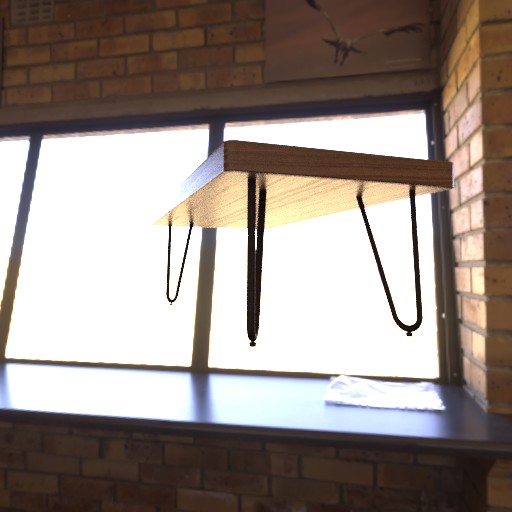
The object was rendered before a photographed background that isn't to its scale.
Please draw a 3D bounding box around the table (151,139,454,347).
[{"bbox_3d":[0.000,0.000,1.702,0.637,0.468,1.375,1,-2,-20],"label":"table"}]
